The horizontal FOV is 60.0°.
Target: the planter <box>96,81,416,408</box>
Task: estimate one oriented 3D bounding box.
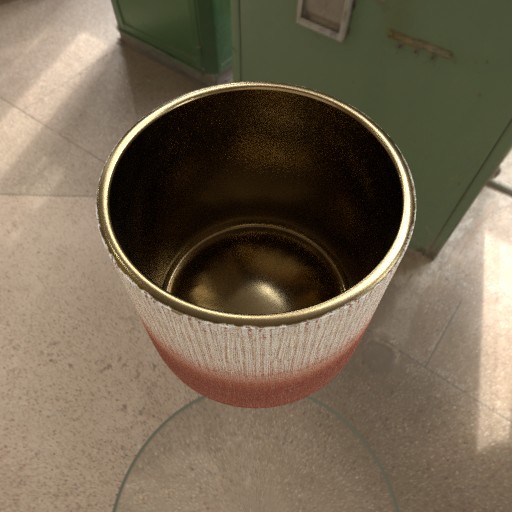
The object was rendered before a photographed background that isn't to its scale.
[{"bbox_3d":[0.000,0.000,0.310,0.178,0.157,0.178,0,58,0],"label":"planter"}]
